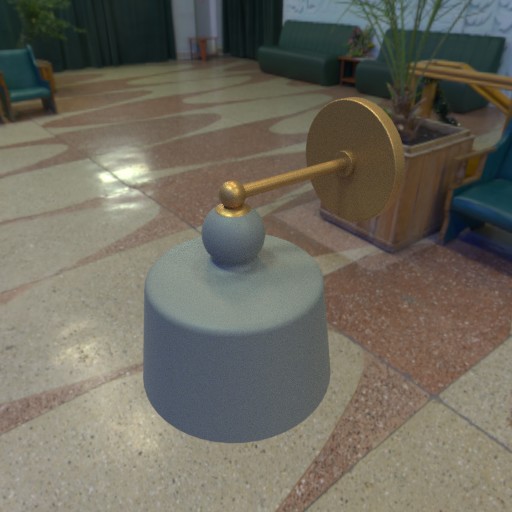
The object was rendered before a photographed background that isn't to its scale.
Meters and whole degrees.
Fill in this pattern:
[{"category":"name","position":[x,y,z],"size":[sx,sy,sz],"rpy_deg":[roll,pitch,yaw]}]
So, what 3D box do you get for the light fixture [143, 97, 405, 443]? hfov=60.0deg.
[{"category":"light fixture","position":[0.000,0.000,0.435],"size":[0.254,0.268,0.204],"rpy_deg":[-20,37,-30]}]
